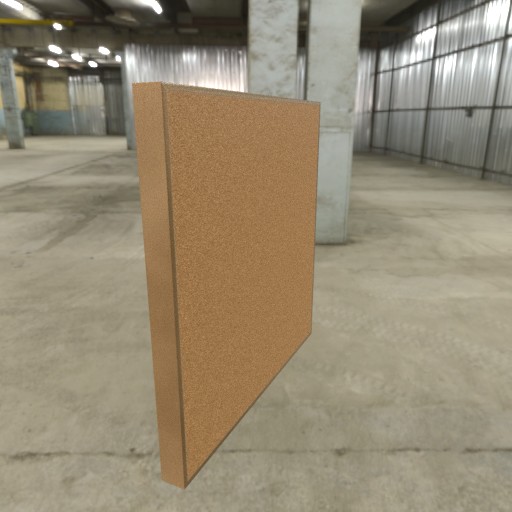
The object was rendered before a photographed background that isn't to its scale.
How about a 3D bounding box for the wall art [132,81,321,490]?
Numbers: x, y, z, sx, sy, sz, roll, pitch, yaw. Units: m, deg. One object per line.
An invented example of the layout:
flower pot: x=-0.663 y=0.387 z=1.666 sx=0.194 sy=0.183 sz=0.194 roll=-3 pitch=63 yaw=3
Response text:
wall art: x=0.000 y=0.000 z=0.749 sx=0.038 sy=0.511 sz=0.513 roll=8 pitch=18 yaw=25
